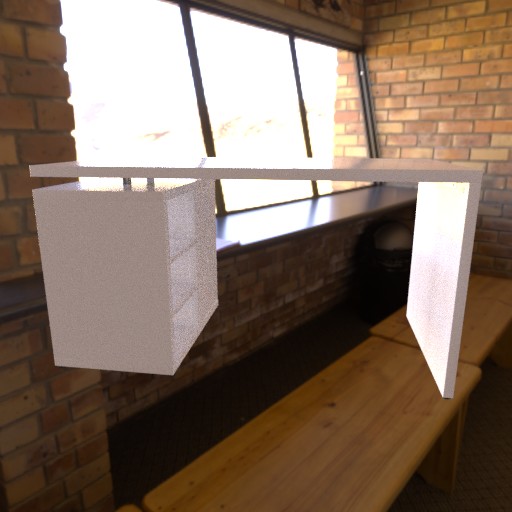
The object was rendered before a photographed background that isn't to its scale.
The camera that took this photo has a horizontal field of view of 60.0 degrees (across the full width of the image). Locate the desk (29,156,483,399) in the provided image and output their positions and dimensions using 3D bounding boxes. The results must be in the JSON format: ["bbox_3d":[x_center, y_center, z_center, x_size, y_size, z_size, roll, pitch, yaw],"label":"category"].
[{"bbox_3d":[0.000,0.000,1.777,1.400,0.740,0.690,2,15,8],"label":"desk"}]
